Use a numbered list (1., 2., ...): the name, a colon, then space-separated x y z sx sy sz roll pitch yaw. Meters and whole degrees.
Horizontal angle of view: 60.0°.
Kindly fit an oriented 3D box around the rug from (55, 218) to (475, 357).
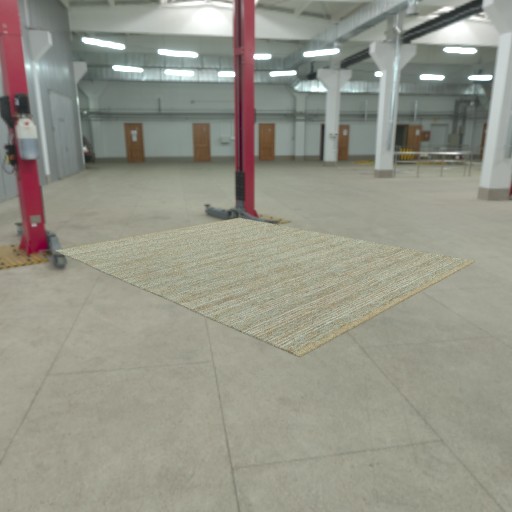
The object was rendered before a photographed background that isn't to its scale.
1. rug: 0.000 0.000 4.105 3.034 0.012 2.471 14 21 43
